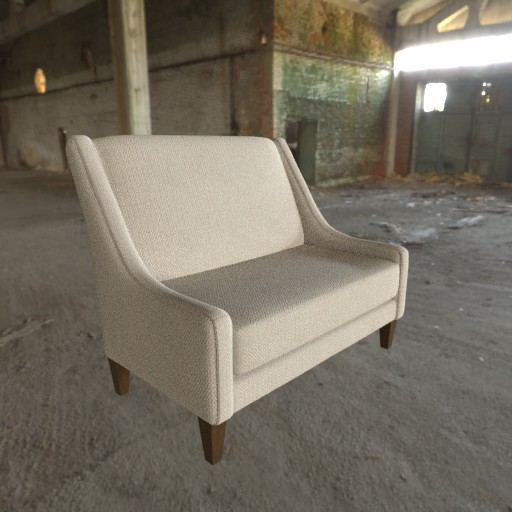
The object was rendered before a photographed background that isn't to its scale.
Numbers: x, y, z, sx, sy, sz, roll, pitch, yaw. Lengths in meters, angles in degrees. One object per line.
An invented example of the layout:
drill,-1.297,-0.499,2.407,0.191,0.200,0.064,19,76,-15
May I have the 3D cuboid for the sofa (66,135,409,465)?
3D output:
sofa,0.000,0.000,1.934,0.870,1.022,1.242,14,20,42
